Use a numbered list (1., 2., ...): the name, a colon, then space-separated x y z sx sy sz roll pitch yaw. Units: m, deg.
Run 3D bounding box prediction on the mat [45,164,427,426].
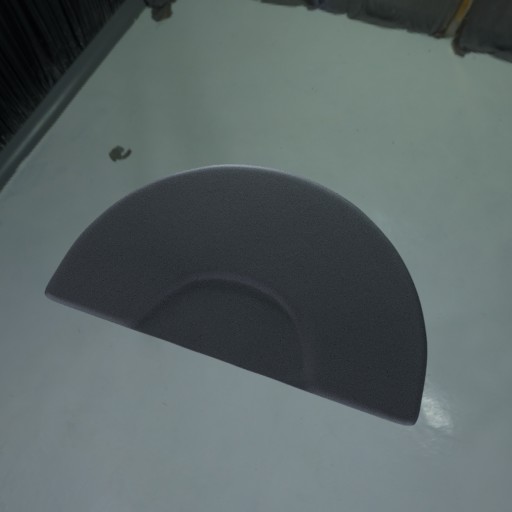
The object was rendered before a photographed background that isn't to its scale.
1. mat: 0.000 0.000 1.863 1.525 0.016 0.917 18 66 8
